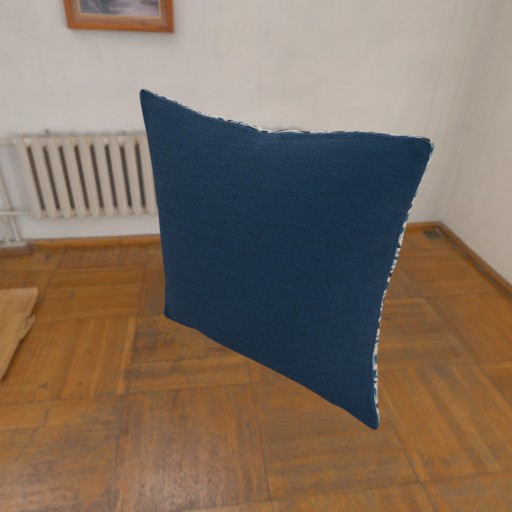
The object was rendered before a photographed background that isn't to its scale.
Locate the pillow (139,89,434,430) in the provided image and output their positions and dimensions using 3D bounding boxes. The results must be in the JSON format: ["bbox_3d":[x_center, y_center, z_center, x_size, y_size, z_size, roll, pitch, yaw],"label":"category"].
[{"bbox_3d":[0.000,0.000,0.645,0.440,0.420,0.145,21,36,32],"label":"pillow"}]
